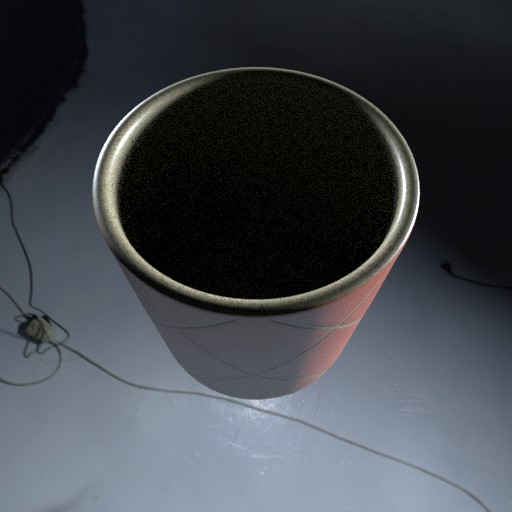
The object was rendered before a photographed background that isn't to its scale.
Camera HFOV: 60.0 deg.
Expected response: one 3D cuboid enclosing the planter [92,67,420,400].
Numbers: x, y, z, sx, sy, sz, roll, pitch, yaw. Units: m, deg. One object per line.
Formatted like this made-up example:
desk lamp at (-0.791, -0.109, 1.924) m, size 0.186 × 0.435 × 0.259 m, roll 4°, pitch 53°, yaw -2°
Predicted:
planter at (0.000, 0.000, 0.346) m, size 0.191 × 0.200 × 0.191 m, roll 0°, pitch 58°, yaw 0°
